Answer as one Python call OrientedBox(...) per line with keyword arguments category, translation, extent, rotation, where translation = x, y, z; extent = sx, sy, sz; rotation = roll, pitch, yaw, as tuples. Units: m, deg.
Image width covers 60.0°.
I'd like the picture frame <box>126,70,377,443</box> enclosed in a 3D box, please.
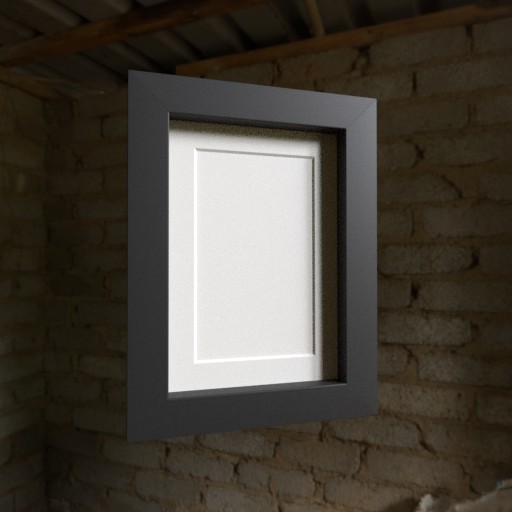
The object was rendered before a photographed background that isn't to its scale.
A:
OrientedBox(category="picture frame", translation=(0.000, 0.000, 0.282), extent=(0.157, 0.208, 0.028), rotation=(0, -1, -16))
